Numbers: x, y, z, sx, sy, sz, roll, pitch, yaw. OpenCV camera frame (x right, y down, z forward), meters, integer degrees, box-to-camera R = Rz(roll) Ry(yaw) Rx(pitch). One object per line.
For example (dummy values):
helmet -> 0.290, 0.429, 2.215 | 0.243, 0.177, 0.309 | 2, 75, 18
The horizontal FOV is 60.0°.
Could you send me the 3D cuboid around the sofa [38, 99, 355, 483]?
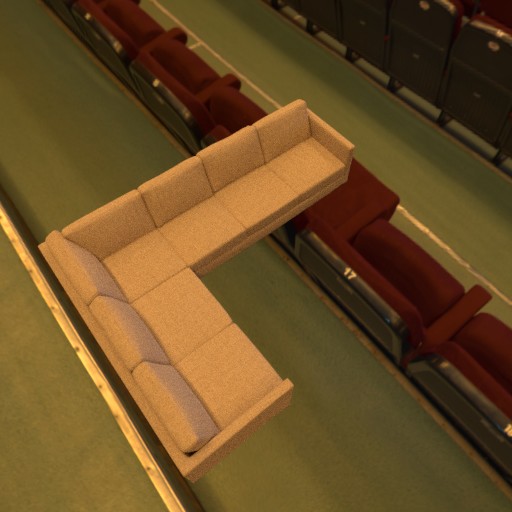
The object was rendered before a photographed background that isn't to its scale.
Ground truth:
sofa -> 0.000, 0.000, 4.252 | 3.182, 0.863, 2.432 | -34, 64, -19
